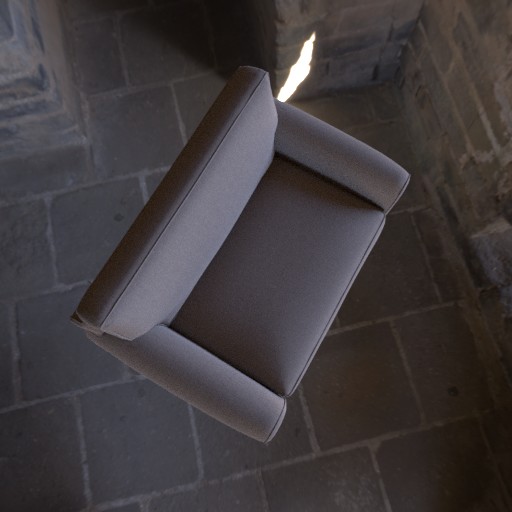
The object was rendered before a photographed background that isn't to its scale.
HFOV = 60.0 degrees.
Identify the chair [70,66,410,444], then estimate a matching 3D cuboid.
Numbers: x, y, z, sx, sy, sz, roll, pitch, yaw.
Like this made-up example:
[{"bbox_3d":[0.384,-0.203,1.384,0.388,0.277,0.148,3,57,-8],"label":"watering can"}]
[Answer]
[{"bbox_3d":[0.000,0.000,2.061,0.930,0.930,1.390,29,78,7],"label":"chair"}]
